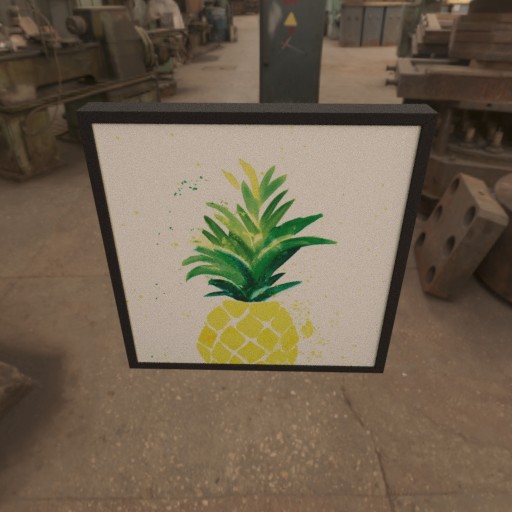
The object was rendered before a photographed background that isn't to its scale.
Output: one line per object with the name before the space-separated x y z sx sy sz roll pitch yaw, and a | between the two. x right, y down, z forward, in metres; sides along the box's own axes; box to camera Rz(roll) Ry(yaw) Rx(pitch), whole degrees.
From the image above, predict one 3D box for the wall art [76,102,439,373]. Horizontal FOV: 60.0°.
wall art | 0.000 0.000 0.466 0.305 0.304 0.033 1 32 1
